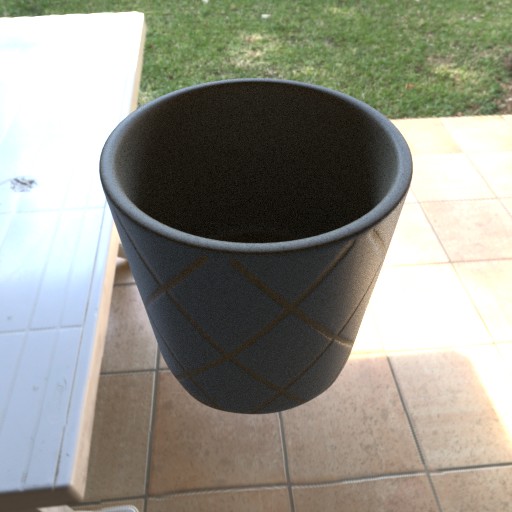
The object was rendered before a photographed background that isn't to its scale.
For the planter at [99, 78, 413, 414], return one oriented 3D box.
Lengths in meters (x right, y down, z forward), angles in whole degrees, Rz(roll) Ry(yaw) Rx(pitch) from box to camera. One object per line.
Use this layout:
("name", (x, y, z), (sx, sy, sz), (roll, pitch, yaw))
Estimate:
("planter", (0.000, 0.000, 0.347), (0.191, 0.200, 0.191), (0, 46, 0))
